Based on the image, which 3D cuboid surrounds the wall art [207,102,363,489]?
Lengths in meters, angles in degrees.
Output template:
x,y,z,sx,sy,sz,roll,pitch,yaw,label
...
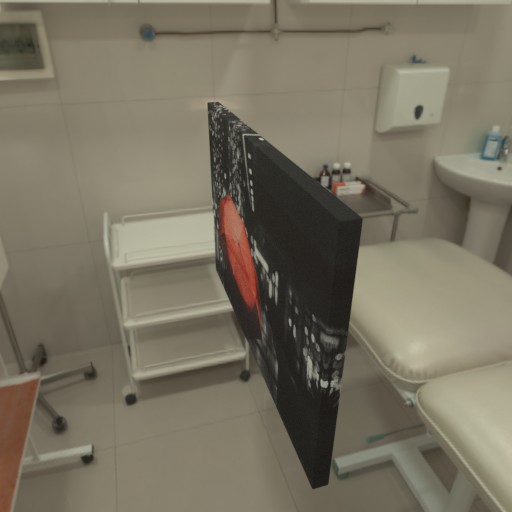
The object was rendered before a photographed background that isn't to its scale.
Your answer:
x,y,z,sx,sy,sz,roll,pitch,yaw,label
0.000,0.000,1.149,0.038,0.609,0.914,-9,31,-15,wall art
